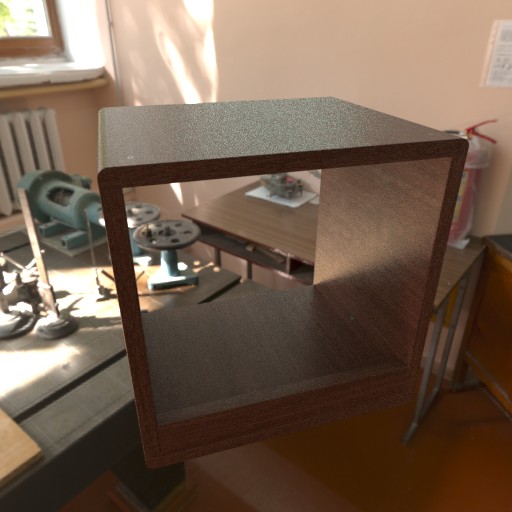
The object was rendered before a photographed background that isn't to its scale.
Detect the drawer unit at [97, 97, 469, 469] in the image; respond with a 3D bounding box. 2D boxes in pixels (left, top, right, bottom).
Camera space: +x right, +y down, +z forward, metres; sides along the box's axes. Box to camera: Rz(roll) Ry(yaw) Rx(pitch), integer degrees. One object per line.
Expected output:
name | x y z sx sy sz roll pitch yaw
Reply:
drawer unit | 0.000 0.000 0.590 0.349 0.351 0.290 -8 29 -15
